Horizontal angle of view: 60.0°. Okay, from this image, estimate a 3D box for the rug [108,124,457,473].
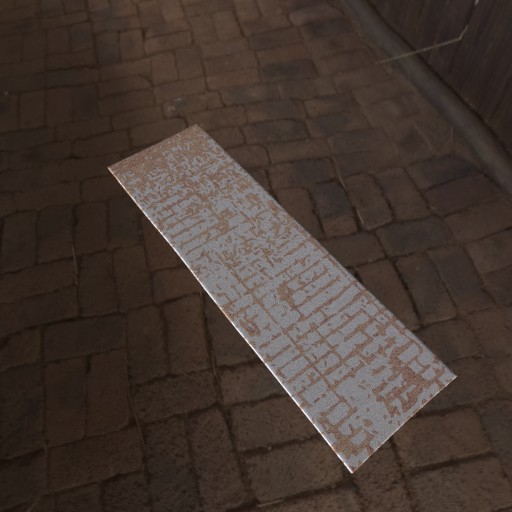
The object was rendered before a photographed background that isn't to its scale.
[{"bbox_3d":[0.000,0.000,2.691,0.750,0.011,2.435,-33,62,-19],"label":"rug"}]
